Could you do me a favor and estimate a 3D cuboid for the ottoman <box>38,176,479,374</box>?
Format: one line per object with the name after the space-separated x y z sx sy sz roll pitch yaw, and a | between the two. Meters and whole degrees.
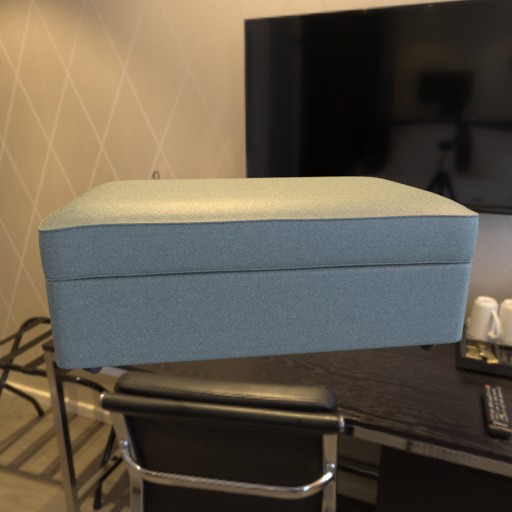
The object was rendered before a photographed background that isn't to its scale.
0.000 0.000 1.504 1.173 0.494 0.681 -2 16 -7 | ottoman
